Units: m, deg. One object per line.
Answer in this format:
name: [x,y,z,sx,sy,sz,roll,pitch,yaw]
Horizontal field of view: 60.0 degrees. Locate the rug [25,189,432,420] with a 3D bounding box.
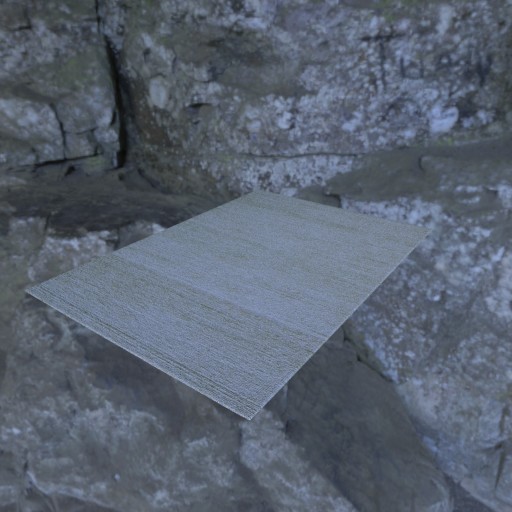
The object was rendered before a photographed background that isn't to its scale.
rug: [0.000,0.000,5.052,2.782,0.025,3.935,18,32,32]
